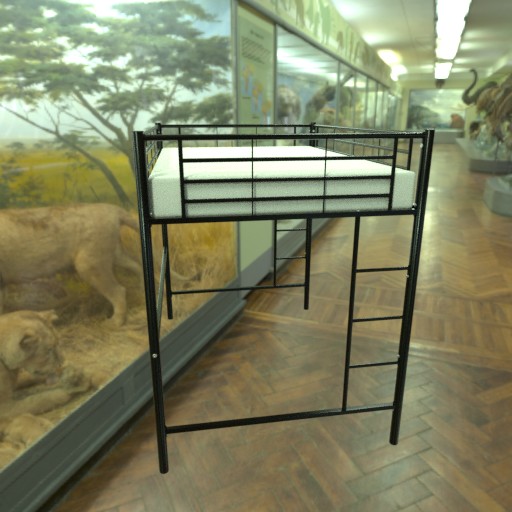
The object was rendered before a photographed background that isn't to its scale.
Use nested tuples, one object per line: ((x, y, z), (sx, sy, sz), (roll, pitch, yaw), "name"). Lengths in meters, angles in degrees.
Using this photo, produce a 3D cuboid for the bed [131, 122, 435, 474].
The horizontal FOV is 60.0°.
((0.000, 0.000, 3.181), (1.397, 1.803, 1.994), (-3, 18, -9), "bed")
